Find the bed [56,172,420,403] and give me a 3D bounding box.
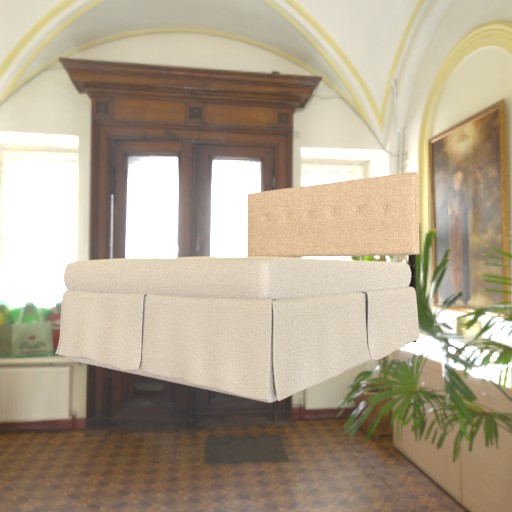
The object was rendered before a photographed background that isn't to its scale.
[{"bbox_3d":[0.000,0.000,2.984,1.643,1.270,1.978,-1,-2,36],"label":"bed"}]
